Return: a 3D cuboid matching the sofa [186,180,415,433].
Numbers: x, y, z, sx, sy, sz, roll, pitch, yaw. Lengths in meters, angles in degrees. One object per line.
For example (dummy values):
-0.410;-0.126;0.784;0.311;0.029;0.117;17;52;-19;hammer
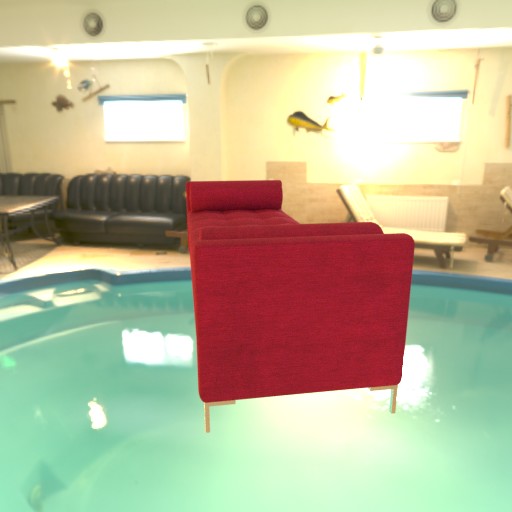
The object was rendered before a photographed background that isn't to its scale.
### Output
0.000;0.000;2.331;0.686;0.635;1.981;-2;15;-9;sofa
